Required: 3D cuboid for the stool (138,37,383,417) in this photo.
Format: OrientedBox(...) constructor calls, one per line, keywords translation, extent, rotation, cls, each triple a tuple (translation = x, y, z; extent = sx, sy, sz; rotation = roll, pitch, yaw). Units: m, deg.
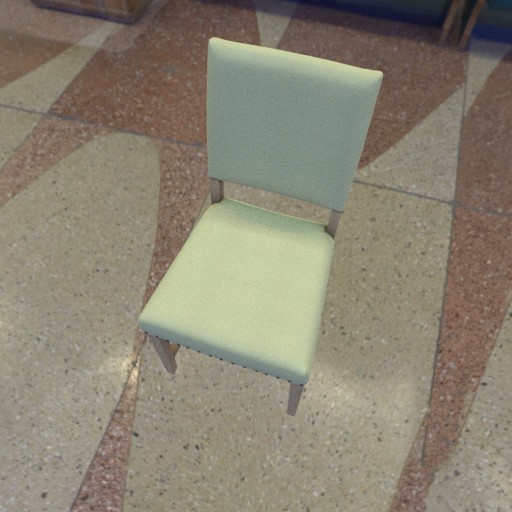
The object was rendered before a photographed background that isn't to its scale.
OrientedBox(translation=(0.000, 0.000, 1.343), extent=(0.508, 0.986, 0.623), rotation=(16, 60, 10), cls="stool")
